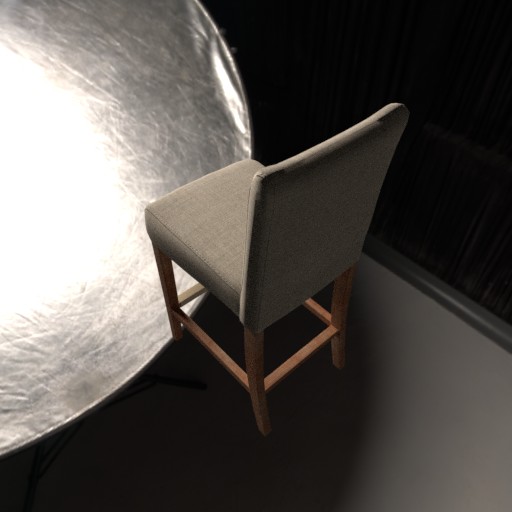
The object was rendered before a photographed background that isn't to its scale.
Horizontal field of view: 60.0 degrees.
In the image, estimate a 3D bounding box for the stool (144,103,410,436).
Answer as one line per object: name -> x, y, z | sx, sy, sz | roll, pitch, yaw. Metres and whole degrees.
stool -> 0.000, 0.000, 1.366 | 0.454, 1.039, 0.567 | -32, 53, -28
